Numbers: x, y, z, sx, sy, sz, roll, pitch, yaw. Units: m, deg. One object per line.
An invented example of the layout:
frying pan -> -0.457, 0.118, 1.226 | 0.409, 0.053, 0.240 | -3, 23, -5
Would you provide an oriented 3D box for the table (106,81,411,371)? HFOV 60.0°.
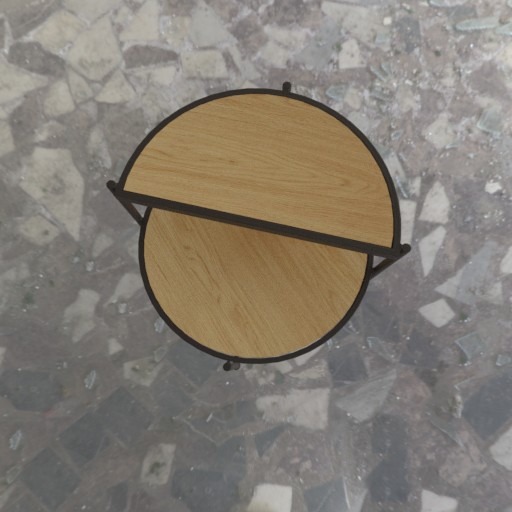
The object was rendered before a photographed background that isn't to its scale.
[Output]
table -> 0.000, 0.000, 1.208 | 0.629, 0.684, 0.628 | 12, 77, 3
